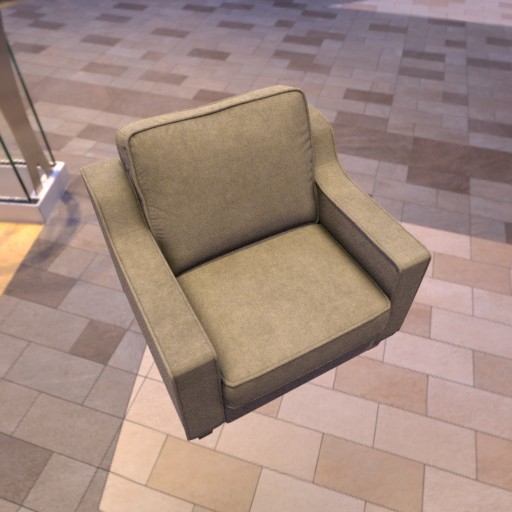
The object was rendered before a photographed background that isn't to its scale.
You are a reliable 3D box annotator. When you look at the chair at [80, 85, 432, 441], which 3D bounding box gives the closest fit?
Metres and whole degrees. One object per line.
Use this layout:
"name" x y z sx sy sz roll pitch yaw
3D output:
"chair" 0.000 0.000 1.624 0.926 0.944 0.840 -22 51 -19
